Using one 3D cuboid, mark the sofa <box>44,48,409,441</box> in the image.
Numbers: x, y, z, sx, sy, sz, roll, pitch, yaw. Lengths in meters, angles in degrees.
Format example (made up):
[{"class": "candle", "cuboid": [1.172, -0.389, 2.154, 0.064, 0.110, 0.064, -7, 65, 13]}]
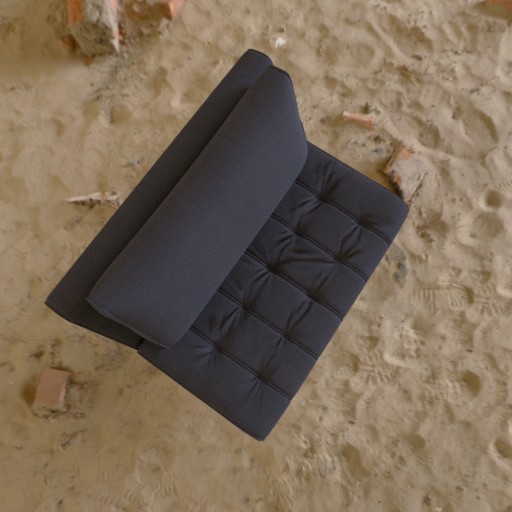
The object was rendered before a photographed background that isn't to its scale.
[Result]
[{"class": "sofa", "cuboid": [0.000, 0.000, 1.852, 0.910, 0.910, 1.220, 34, 78, 8]}]
